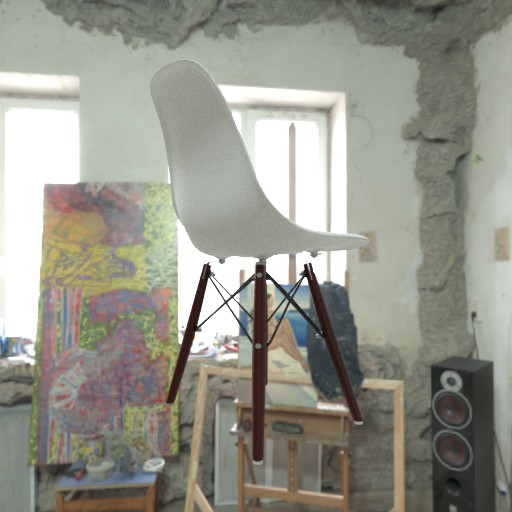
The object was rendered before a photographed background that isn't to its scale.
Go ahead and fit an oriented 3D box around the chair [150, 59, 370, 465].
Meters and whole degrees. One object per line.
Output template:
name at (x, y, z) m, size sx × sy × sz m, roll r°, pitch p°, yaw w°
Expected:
chair at (0.000, 0.000, 1.139) m, size 0.533 × 0.826 × 0.470 m, roll 0°, pitch 0°, yaw -37°
